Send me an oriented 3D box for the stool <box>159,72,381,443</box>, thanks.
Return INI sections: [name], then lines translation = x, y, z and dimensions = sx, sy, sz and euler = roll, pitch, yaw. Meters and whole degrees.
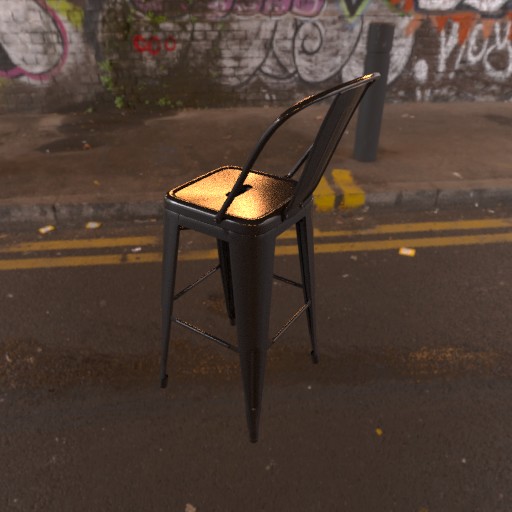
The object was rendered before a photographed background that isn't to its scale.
[stool]
translation = 0.000, 0.000, 1.287
dimensions = 0.528, 1.022, 0.432
euler = 19, 36, 29
